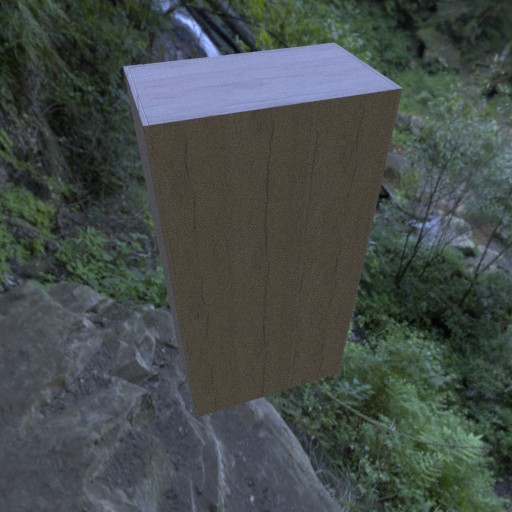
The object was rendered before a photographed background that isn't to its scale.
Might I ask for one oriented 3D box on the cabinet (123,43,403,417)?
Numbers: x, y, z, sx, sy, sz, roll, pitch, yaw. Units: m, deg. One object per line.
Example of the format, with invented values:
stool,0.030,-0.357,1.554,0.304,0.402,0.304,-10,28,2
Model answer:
cabinet,0.000,0.000,2.416,0.980,1.930,0.580,-13,44,-14
